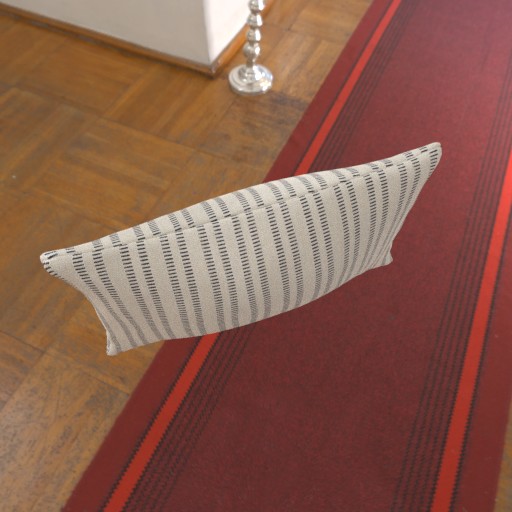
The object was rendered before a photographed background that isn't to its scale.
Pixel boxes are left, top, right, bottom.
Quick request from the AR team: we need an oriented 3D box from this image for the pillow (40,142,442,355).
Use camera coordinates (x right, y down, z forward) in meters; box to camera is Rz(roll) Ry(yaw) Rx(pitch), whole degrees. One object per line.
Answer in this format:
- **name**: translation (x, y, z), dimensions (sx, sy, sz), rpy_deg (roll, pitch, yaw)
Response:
- **pillow**: translation (0.000, 0.000, 0.804), dimensions (0.640, 0.353, 0.210), rpy_deg (-17, 60, -10)
